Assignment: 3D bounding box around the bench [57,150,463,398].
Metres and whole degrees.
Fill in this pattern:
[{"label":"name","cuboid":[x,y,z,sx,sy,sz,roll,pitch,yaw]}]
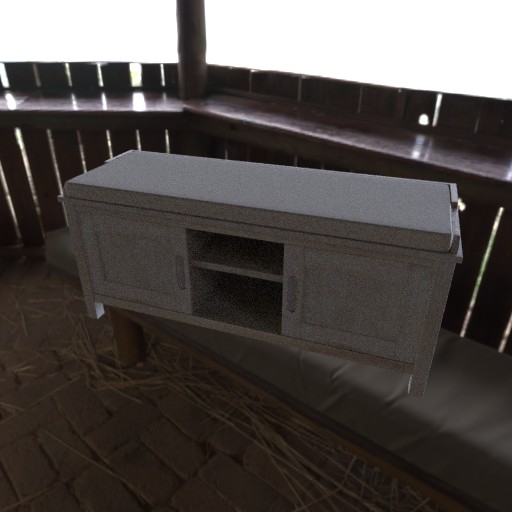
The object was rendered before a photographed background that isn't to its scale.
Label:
[{"label":"bench","cuboid":[0.000,0.000,1.437,1.140,0.501,0.398,10,30,17]}]
